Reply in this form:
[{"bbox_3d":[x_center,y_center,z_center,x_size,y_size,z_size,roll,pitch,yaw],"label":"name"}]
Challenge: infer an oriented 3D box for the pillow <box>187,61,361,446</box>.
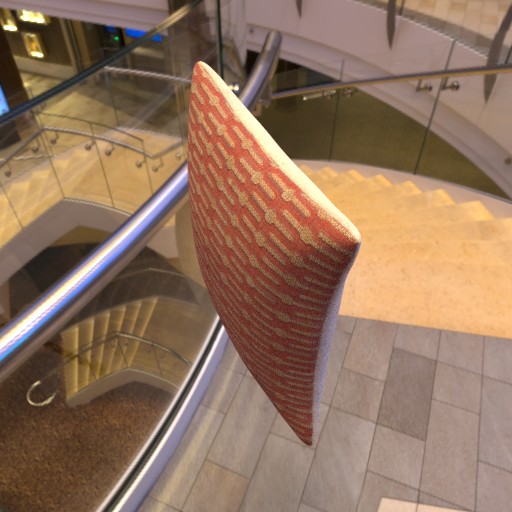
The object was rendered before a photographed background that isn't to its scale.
[{"bbox_3d":[0.000,0.000,0.788,0.182,0.503,0.511,-17,47,-17],"label":"pillow"}]
